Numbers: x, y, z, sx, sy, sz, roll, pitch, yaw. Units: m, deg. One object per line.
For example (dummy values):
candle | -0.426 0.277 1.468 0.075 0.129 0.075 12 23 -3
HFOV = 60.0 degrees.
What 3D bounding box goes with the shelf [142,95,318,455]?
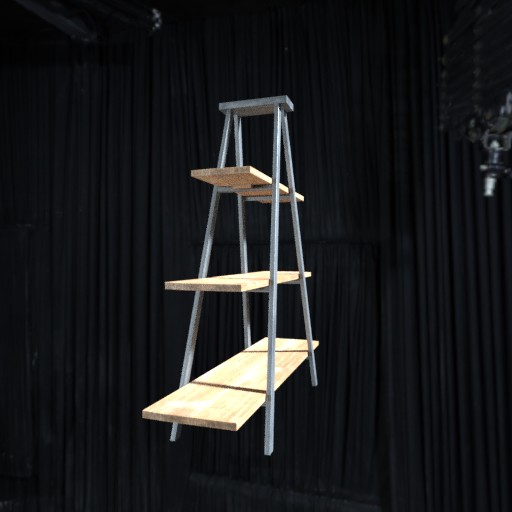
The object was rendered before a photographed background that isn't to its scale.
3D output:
shelf | 0.000 0.000 2.618 0.508 1.808 1.746 0 0 18
